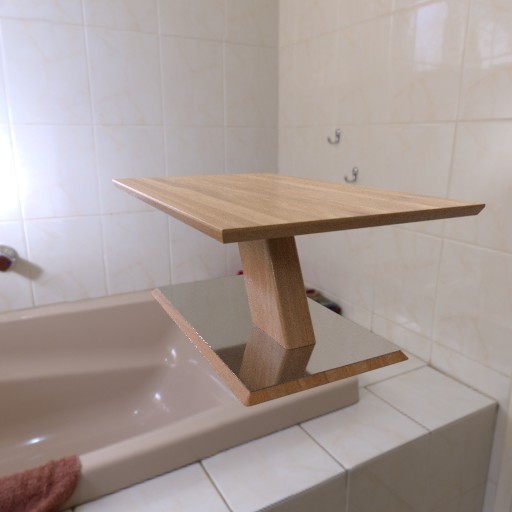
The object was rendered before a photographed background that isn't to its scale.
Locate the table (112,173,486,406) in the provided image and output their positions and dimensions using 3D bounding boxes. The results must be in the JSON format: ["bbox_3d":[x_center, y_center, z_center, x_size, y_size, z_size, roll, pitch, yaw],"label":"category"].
[{"bbox_3d":[0.000,0.000,1.453,0.692,0.441,1.100,-7,17,-26],"label":"table"}]
